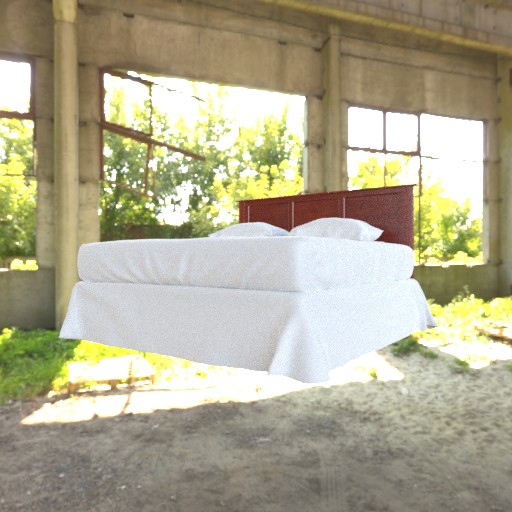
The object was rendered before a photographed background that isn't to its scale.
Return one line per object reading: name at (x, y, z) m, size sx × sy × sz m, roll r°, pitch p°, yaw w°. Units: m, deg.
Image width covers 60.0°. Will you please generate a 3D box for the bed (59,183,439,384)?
bed at (0.000, 0.000, 3.594) m, size 2.314 × 1.271 × 2.219 m, roll 0°, pitch 0°, yaw 36°
